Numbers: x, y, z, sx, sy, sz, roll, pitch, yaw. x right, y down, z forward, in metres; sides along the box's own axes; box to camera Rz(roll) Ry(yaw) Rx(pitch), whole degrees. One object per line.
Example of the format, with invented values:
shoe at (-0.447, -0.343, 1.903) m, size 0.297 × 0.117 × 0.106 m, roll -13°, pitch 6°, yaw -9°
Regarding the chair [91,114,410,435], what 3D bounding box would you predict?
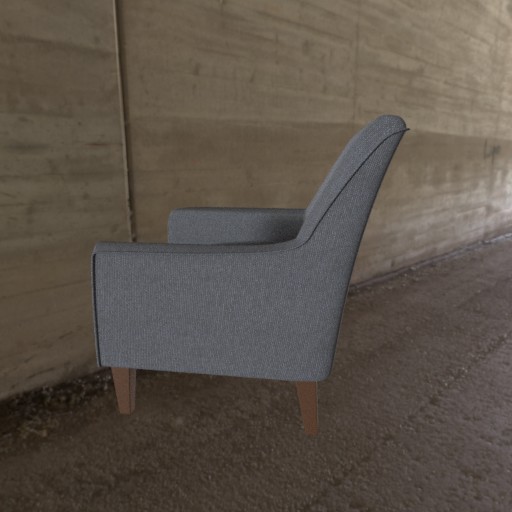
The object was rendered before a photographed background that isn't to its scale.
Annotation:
chair at (0.000, 0.000, 1.617) m, size 0.899 × 0.919 × 0.780 m, roll 2°, pitch 13°, yaw 9°
